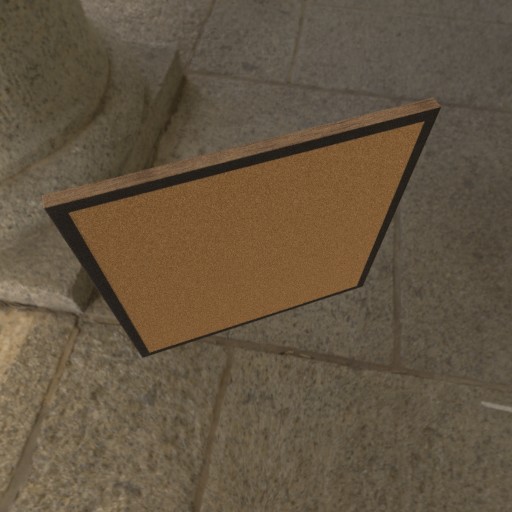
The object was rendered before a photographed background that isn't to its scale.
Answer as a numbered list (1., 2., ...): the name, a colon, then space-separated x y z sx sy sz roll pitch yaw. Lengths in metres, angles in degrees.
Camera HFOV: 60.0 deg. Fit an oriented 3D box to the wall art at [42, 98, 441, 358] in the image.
1. wall art: 0.000 0.000 1.036 0.695 0.691 0.029 -17 60 -10
